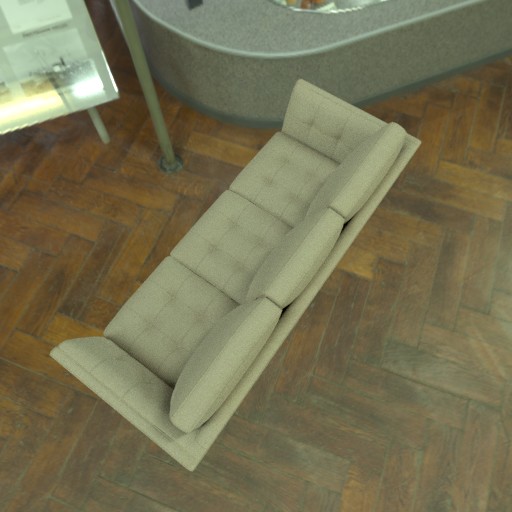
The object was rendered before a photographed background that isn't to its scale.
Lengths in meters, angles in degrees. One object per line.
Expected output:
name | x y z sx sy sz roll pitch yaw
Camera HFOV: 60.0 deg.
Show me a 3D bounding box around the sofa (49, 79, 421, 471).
sofa | 0.000 0.000 2.859 0.965 0.940 2.388 33 69 14
